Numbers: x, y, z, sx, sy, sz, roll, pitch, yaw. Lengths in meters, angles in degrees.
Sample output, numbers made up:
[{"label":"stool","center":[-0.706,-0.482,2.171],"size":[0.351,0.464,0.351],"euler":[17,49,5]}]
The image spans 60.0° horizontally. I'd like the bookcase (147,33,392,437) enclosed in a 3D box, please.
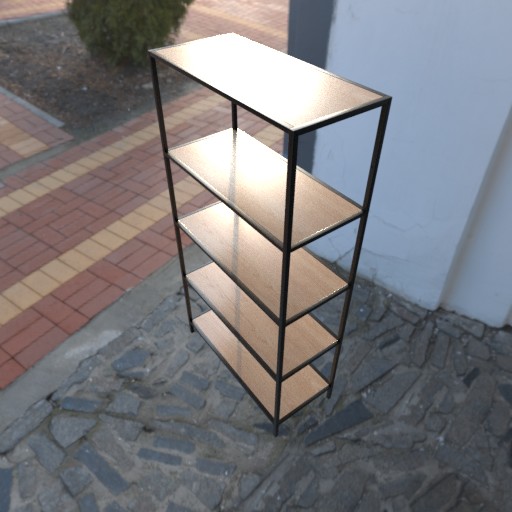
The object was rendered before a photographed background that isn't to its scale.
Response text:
[{"label":"bookcase","center":[0.000,0.000,1.845],"size":[0.350,1.500,0.770],"euler":[-26,47,-27]}]
